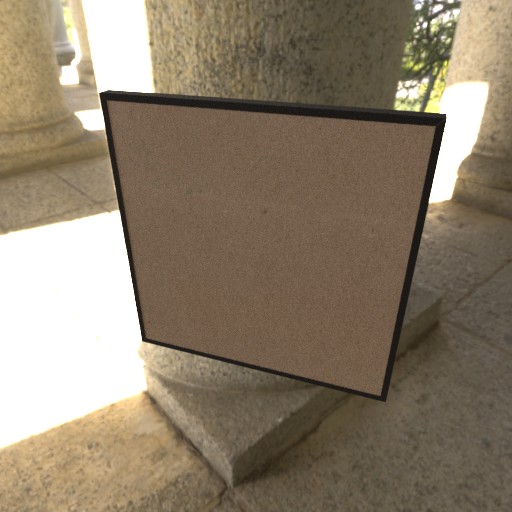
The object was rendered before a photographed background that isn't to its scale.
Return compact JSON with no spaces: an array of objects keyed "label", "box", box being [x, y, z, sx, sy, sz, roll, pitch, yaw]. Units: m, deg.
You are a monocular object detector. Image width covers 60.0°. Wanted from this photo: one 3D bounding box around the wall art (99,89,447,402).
[{"label":"wall art","box":[0.000,0.000,1.137,0.762,0.762,0.038,10,32,16]}]
